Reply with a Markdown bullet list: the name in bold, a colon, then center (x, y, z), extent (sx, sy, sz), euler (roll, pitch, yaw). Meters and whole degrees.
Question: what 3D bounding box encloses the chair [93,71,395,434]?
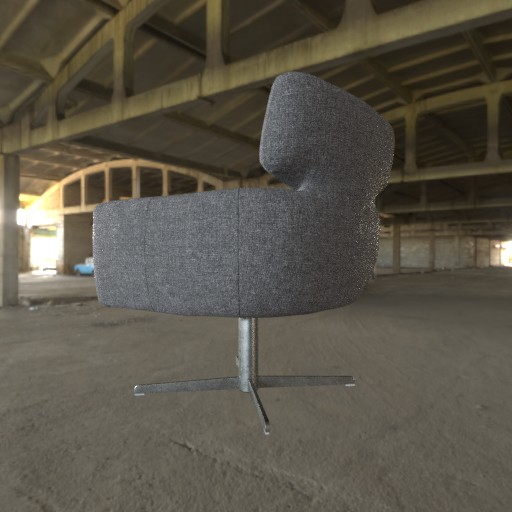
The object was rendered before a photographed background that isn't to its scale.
- **chair**: center (0.000, 0.000, 1.323), extent (0.715, 0.812, 0.706), euler (0, 0, 37)
